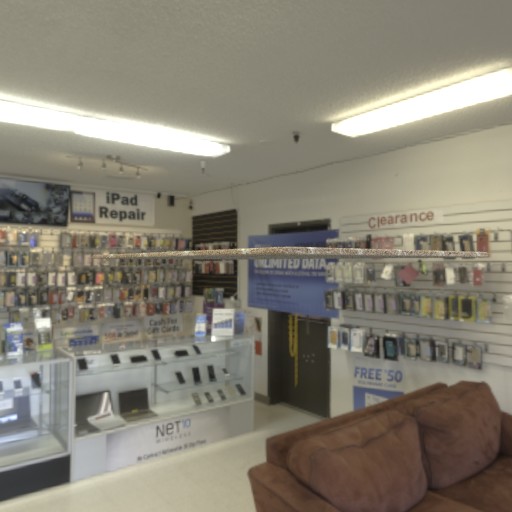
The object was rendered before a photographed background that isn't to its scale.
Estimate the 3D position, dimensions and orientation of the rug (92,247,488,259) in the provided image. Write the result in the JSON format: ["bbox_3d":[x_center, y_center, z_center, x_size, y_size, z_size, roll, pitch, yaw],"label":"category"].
[{"bbox_3d":[0.000,0.000,3.060,1.524,0.030,2.438,1,-1,-36],"label":"rug"}]
